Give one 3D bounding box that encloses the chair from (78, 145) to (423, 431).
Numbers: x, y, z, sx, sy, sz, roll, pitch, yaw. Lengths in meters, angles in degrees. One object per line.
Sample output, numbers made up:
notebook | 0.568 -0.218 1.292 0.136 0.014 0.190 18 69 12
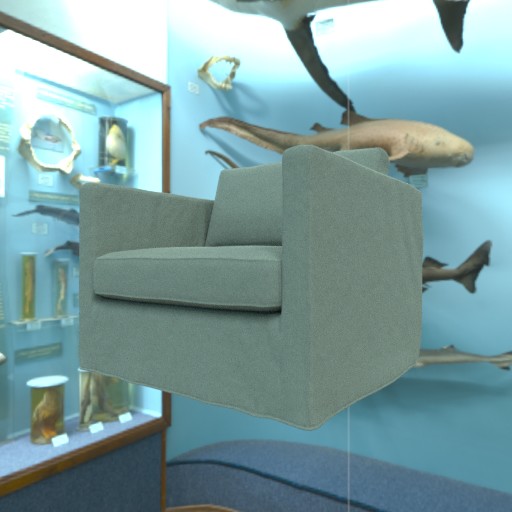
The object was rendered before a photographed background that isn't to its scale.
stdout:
chair | 0.000 0.000 1.757 1.057 0.863 0.949 0 0 37
